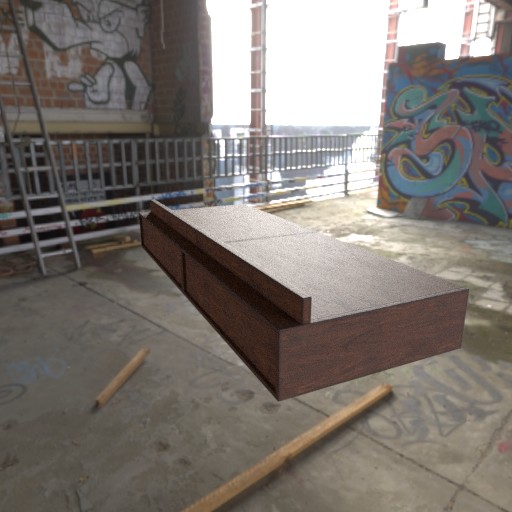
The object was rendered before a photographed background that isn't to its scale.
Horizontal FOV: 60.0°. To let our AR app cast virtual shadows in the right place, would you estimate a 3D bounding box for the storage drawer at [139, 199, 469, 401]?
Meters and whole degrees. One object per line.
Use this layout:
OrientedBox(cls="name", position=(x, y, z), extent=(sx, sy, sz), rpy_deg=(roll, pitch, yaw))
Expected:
OrientedBox(cls="storage drawer", position=(0.000, 0.000, 2.243), extent=(0.774, 0.339, 1.914), rpy_deg=(-8, 18, -24))
